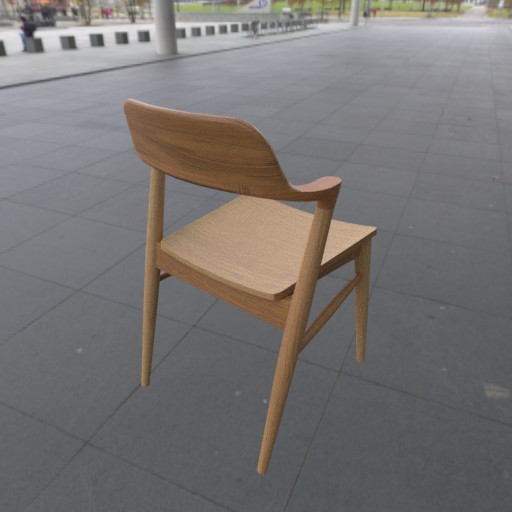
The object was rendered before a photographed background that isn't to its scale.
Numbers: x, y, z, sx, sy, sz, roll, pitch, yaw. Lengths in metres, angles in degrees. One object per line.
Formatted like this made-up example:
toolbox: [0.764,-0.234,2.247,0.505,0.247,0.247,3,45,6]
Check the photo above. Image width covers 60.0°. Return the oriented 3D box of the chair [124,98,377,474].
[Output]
chair: [0.000,0.000,1.119,0.512,0.792,0.499,22,36,33]
